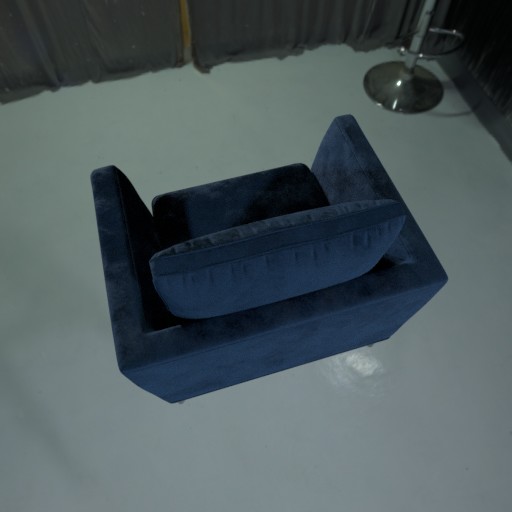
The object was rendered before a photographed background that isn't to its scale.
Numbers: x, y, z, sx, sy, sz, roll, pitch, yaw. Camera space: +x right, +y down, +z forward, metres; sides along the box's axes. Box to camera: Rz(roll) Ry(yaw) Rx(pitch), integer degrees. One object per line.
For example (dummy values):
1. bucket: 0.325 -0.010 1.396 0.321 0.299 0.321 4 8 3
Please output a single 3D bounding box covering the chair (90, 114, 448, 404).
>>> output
1. chair: 0.000 0.000 1.592 0.977 0.893 0.746 -14 60 -9
